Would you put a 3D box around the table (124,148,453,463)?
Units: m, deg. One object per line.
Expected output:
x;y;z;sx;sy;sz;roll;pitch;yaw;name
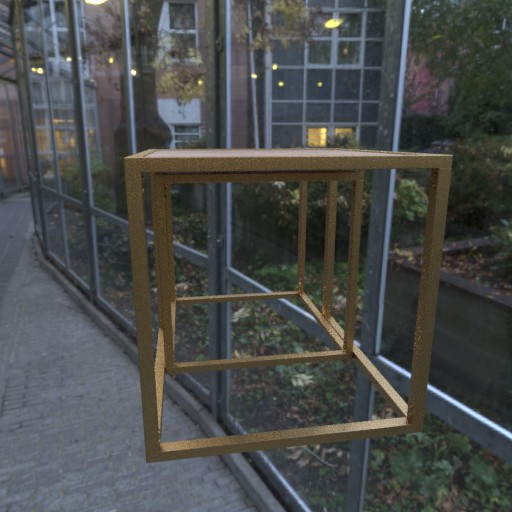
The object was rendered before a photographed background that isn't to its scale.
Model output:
0.000;0.000;1.085;0.505;0.505;0.762;-2;15;-9;table
